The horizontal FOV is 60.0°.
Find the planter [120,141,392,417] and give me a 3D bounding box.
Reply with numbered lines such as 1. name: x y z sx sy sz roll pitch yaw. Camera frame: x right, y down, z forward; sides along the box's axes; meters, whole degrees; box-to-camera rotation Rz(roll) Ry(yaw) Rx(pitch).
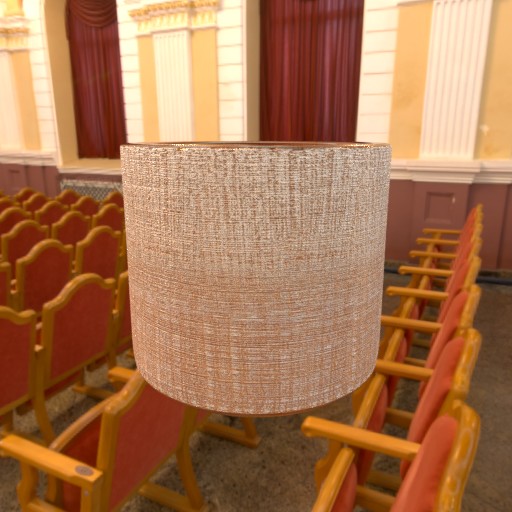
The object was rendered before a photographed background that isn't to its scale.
1. planter: 0.000 0.000 0.316 0.177 0.157 0.177 0 15 0
